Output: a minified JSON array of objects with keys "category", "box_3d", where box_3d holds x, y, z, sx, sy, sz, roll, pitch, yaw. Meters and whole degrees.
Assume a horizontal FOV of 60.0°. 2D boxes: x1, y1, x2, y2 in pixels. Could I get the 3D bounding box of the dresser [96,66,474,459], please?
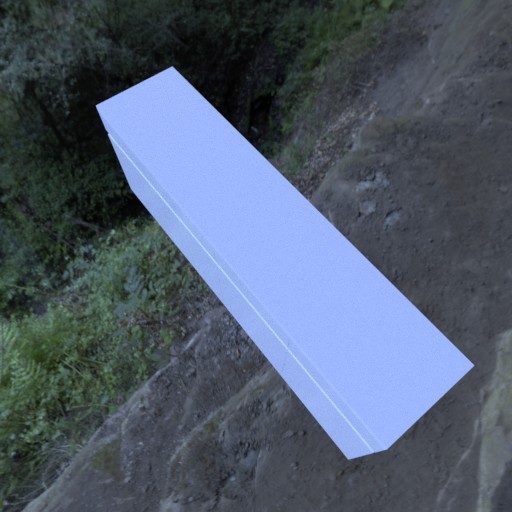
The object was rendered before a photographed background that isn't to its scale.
[{"category":"dresser","box_3d":[0.000,0.000,2.475,0.500,0.840,2.200,-35,68,-16]}]
